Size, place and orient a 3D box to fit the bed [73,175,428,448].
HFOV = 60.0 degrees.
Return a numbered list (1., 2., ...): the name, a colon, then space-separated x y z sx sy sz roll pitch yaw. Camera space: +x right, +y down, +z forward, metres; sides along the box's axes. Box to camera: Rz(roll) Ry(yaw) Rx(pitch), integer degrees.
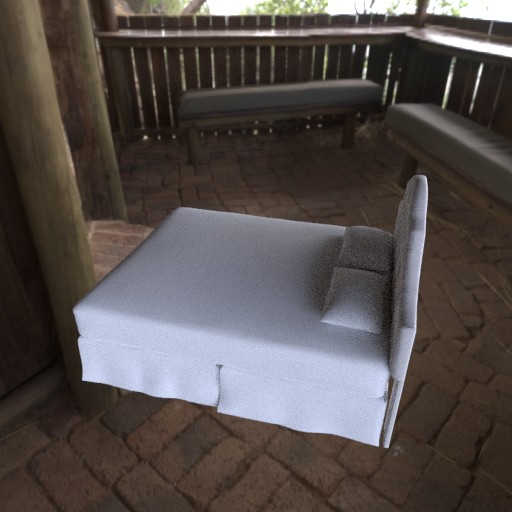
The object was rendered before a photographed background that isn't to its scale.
1. bed: 0.000 0.000 3.783 2.477 1.617 2.039 8 32 14
